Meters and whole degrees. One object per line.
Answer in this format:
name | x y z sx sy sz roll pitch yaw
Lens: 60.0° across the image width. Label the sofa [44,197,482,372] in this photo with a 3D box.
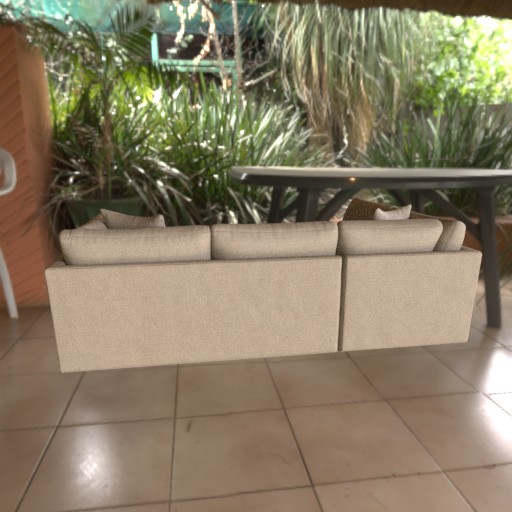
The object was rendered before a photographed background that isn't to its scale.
sofa | 0.000 0.000 3.864 2.896 0.978 1.994 -2 13 -9
